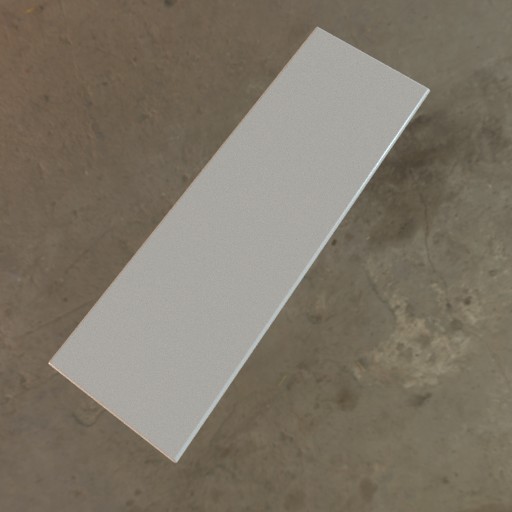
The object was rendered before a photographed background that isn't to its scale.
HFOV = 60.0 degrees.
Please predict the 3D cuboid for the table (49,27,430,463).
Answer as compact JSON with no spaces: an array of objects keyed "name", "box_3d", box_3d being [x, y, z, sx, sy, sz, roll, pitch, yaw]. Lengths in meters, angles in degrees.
[{"name":"table","box_3d":[0.000,0.000,1.546,0.386,0.814,1.191,34,77,9]}]
